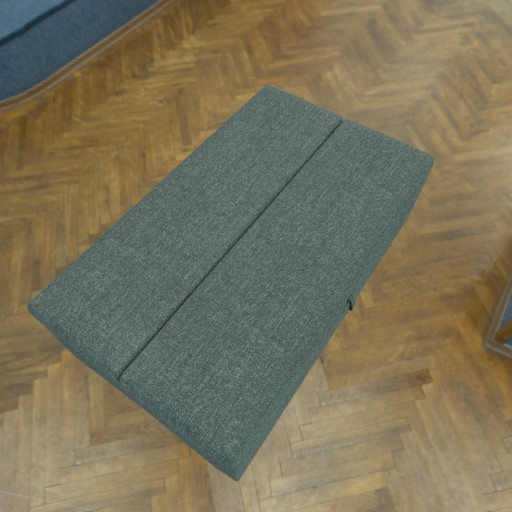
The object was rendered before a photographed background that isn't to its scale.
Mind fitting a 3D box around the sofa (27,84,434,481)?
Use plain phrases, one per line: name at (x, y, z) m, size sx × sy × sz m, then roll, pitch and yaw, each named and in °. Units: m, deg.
sofa at (0.000, 0.000, 1.546) m, size 0.782 × 0.417 × 1.198 m, roll 30°, pitch 62°, yaw 18°
